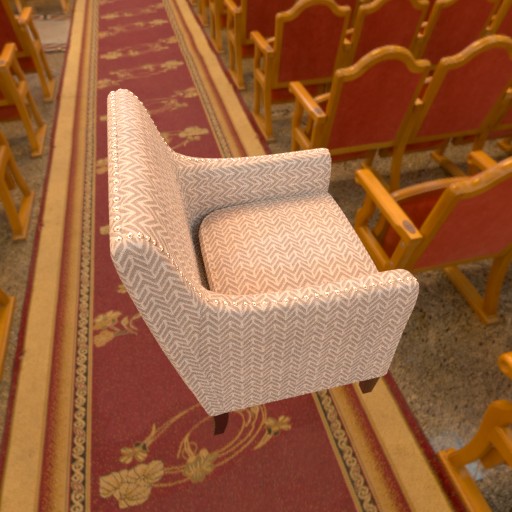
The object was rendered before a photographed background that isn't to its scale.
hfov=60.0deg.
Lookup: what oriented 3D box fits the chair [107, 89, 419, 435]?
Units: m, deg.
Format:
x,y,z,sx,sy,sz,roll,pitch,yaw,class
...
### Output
x,y,z,sx,sy,sz,roll,pitch,yaw,class
0.000,0.000,1.262,0.651,0.816,0.623,-10,46,-10,chair
